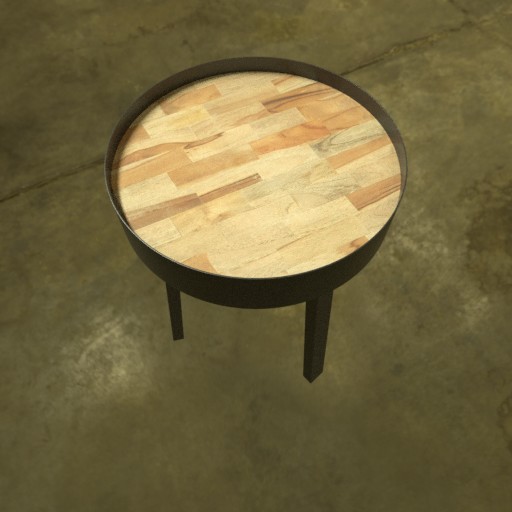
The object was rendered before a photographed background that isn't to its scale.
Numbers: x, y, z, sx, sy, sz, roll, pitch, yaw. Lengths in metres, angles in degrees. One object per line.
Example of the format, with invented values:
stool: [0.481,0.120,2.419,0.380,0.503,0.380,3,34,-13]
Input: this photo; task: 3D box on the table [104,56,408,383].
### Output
table: [0.000,0.000,0.841,0.406,0.559,0.406,0,58,0]
